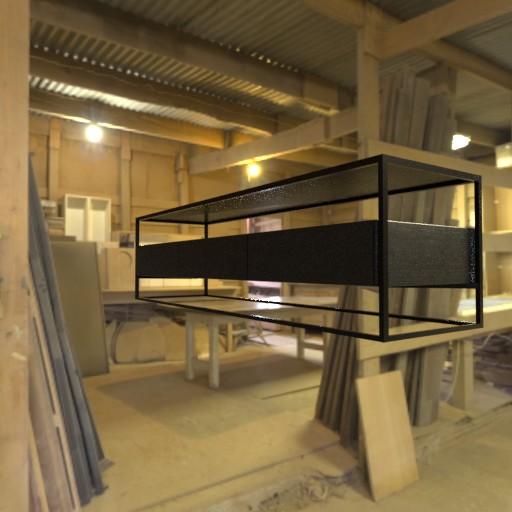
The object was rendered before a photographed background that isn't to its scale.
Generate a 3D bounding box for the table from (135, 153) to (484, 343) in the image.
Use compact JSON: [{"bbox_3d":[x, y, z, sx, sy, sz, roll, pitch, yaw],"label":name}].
[{"bbox_3d":[0.000,0.000,1.646,0.399,0.395,1.486,1,-2,-35],"label":"table"}]
